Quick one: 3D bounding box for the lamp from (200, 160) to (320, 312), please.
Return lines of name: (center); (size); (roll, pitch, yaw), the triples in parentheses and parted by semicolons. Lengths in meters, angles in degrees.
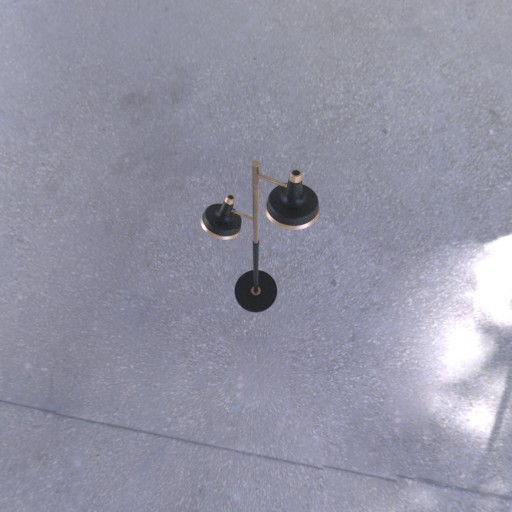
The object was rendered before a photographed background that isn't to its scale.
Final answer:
lamp: (0.000, 0.000, 1.811); (0.351, 1.674, 0.253); (22, 77, 6)
